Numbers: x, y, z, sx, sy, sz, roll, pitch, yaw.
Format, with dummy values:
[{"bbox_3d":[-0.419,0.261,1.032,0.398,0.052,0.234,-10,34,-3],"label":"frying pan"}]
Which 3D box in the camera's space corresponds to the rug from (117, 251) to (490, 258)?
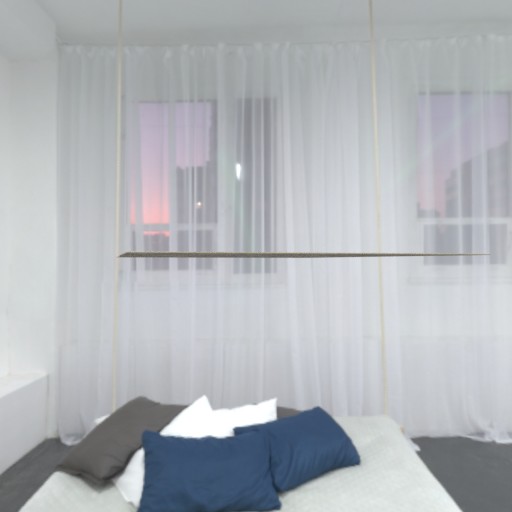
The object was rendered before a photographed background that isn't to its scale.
[{"bbox_3d":[0.000,0.000,4.024,2.380,0.008,2.977,0,-1,-19],"label":"rug"}]
